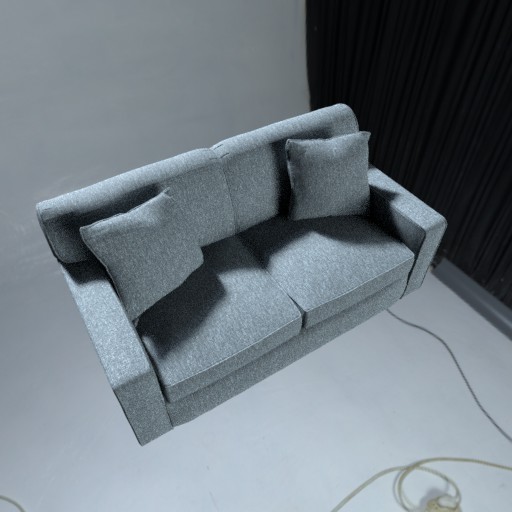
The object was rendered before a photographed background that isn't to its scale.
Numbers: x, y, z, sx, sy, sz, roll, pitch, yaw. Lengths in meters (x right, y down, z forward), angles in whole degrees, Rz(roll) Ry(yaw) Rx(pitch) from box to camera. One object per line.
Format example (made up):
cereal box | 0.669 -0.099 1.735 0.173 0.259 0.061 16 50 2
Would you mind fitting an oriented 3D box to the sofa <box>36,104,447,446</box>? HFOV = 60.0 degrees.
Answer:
sofa | 0.000 0.000 2.395 1.846 0.958 0.998 -24 51 -21
